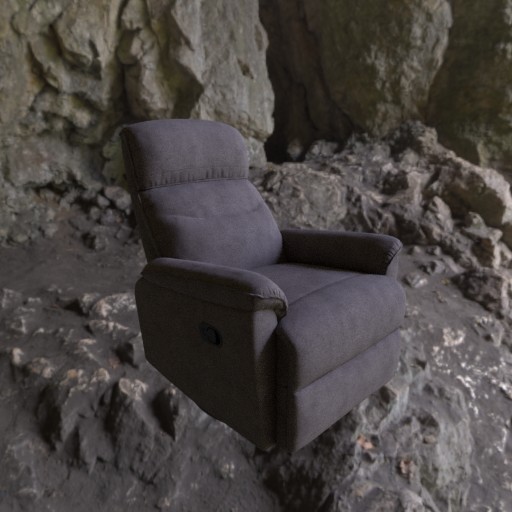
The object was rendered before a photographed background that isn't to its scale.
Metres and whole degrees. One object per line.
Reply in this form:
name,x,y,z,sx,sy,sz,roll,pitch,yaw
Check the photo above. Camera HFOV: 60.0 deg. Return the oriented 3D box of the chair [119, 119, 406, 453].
chair,0.000,0.000,1.731,1.009,1.036,0.830,15,22,43
